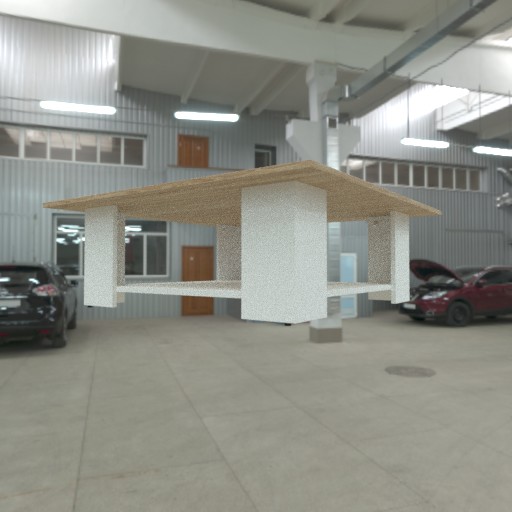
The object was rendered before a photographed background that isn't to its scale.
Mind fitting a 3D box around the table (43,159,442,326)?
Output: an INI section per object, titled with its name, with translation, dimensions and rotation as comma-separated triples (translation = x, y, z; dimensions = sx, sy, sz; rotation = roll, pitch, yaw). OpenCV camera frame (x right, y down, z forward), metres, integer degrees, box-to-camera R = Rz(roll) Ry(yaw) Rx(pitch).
[table]
translation = 0.000, 0.000, 1.385
dimensions = 0.890, 0.305, 0.890
rotation = -1, -2, 36
